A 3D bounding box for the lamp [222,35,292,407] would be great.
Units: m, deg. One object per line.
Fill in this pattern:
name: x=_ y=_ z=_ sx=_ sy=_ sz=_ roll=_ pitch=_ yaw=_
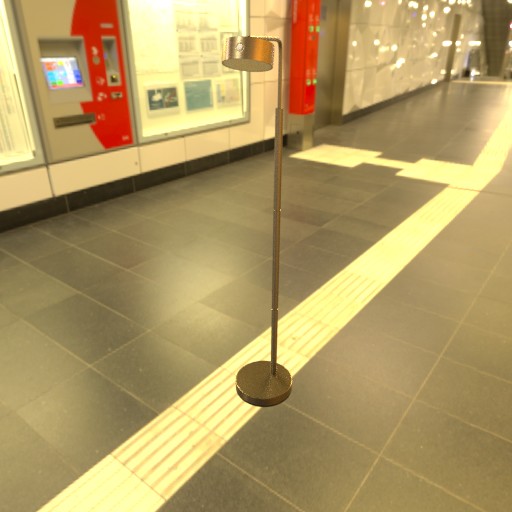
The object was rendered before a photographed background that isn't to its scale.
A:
lamp: x=0.000 y=0.000 z=1.383 sx=0.219 sy=1.230 sz=0.418 roll=8 pitch=27 yaw=16
